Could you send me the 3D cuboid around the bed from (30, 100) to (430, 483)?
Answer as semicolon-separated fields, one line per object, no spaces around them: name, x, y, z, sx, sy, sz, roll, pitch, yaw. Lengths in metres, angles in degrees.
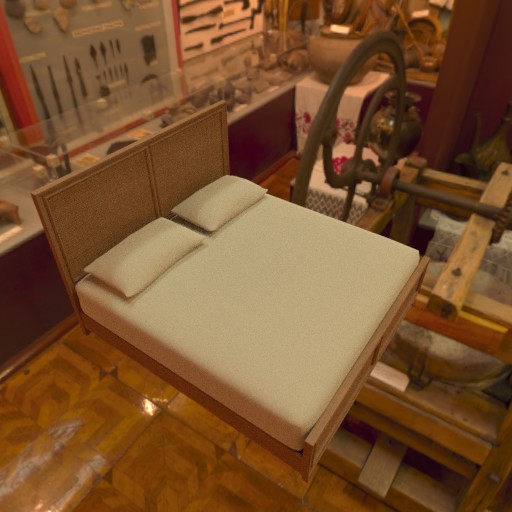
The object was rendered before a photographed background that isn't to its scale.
bed;0.000;0.000;3.472;2.184;1.387;2.003;24;45;26
